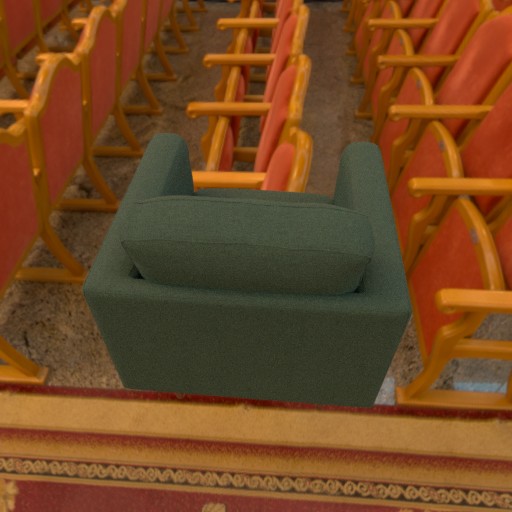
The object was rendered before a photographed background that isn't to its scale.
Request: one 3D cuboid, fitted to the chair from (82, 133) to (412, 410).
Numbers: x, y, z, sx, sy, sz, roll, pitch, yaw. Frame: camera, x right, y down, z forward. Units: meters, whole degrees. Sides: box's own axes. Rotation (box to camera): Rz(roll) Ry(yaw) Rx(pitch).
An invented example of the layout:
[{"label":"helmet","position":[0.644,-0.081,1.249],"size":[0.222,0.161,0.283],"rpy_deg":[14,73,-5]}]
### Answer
[{"label":"chair","position":[0.000,0.000,1.545],"size":[0.855,0.927,0.800],"rpy_deg":[3,47,3]}]
